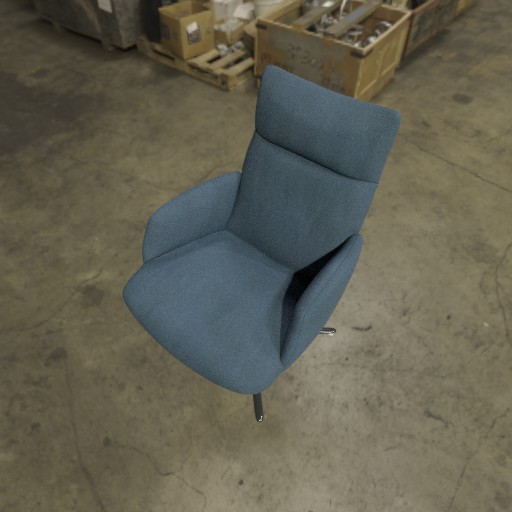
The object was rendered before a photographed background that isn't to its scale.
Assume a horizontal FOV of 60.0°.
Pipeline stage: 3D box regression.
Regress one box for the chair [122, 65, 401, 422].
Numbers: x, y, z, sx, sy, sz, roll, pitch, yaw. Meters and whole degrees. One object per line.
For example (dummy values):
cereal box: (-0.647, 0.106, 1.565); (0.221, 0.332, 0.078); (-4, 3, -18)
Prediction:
chair: (0.000, 0.000, 1.635); (0.711, 1.016, 0.889); (31, 55, 26)
